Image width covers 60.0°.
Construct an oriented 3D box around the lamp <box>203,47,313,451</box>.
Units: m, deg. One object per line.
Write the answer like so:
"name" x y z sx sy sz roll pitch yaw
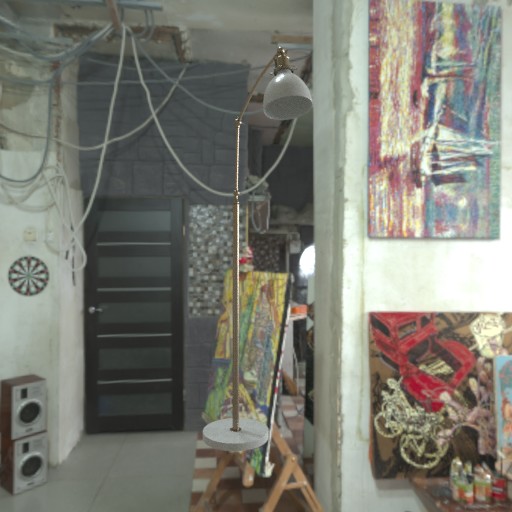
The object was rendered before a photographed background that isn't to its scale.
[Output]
"lamp" 0.000 0.000 1.820 0.288 1.586 0.599 0 0 -35
